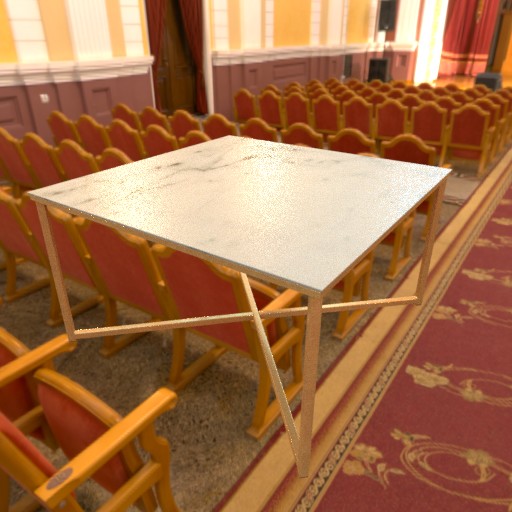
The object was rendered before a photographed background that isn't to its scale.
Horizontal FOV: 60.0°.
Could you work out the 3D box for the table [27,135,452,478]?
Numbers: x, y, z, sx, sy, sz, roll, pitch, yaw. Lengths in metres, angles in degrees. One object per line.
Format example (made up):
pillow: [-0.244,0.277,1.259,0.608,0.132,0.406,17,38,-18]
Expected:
table: [0.000,0.000,1.269,0.800,0.450,0.800,18,32,31]
